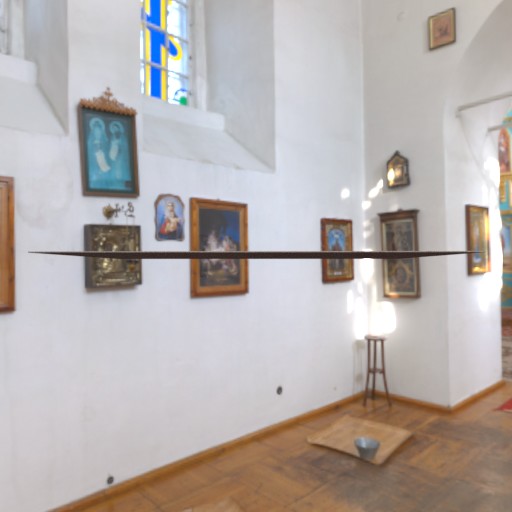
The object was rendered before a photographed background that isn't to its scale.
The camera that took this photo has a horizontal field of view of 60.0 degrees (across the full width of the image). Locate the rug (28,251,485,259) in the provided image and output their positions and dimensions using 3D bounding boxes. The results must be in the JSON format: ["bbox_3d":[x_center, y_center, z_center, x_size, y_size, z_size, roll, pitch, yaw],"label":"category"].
[{"bbox_3d":[0.000,0.000,3.097,2.433,0.007,1.507,0,-2,1],"label":"rug"}]
